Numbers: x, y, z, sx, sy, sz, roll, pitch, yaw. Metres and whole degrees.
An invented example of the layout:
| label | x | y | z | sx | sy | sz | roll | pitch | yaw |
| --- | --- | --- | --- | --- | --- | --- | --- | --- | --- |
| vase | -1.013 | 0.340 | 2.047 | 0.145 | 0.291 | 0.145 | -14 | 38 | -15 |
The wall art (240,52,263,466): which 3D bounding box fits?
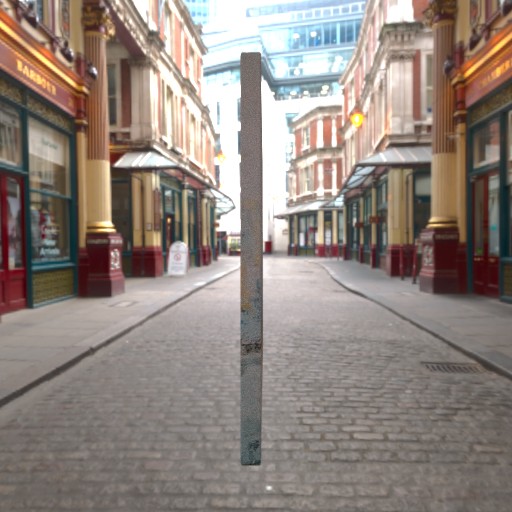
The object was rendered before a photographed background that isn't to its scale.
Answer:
| label | x | y | z | sx | sy | sz | roll | pitch | yaw |
| --- | --- | --- | --- | --- | --- | --- | --- | --- | --- |
| wall art | 0.000 | 0.000 | 1.320 | 0.038 | 0.762 | 1.016 | 0 | 1 | 1 |
